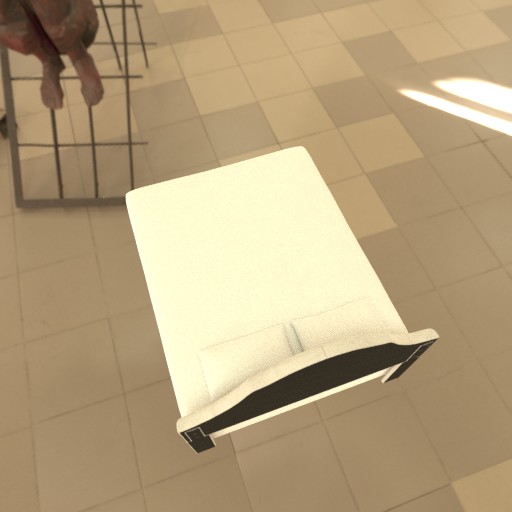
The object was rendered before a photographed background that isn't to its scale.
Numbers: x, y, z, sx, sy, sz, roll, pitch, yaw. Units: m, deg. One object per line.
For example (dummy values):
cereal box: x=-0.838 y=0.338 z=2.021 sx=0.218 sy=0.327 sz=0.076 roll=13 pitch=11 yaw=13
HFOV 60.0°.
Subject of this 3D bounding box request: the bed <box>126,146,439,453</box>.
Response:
bed: x=0.000 y=0.000 z=3.865 sx=2.039 sy=1.617 sz=2.477 roll=-17 pitch=61 yaw=-10
